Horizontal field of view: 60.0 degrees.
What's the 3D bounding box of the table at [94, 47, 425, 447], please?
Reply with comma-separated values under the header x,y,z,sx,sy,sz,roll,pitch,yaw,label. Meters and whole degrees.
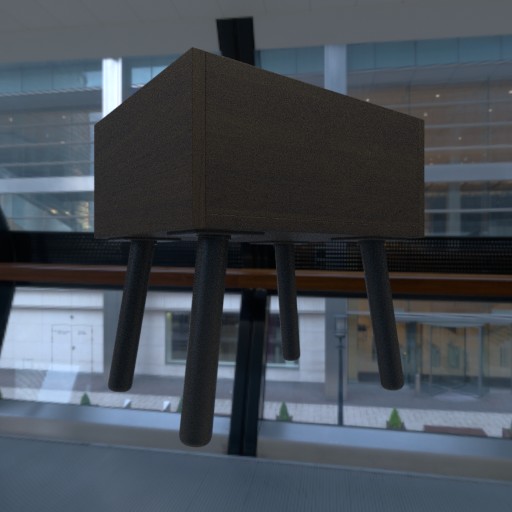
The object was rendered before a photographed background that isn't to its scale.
x,y,z,sx,sy,sz,roll,pitch,yaw,label
0.000,0.000,0.780,0.450,0.470,0.370,0,0,-36,table
